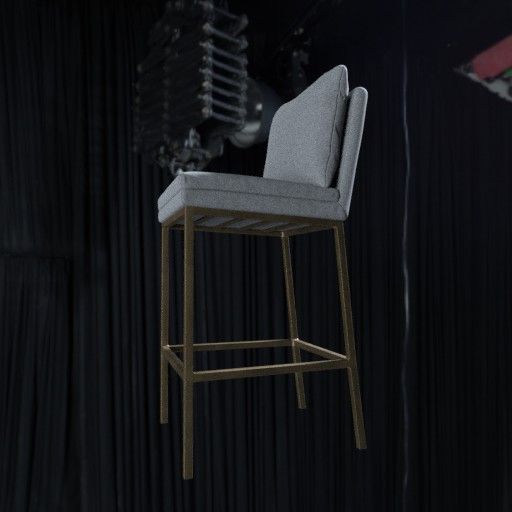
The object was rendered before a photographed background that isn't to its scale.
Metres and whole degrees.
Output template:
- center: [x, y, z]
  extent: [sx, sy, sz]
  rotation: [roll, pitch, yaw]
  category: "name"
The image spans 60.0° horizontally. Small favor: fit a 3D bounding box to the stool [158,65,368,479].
- center: [0.000, 0.000, 1.417]
  extent: [0.569, 1.130, 0.463]
  rotation: [1, -2, -20]
  category: "stool"
